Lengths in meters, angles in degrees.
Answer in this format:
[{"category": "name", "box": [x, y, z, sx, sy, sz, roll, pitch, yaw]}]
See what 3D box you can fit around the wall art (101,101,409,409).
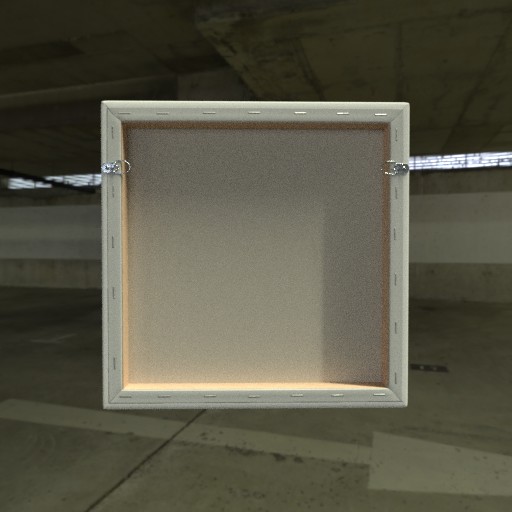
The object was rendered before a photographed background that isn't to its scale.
[{"category": "wall art", "box": [0.000, 0.000, 0.746, 0.507, 0.508, 0.038, 0, 1, -1]}]
